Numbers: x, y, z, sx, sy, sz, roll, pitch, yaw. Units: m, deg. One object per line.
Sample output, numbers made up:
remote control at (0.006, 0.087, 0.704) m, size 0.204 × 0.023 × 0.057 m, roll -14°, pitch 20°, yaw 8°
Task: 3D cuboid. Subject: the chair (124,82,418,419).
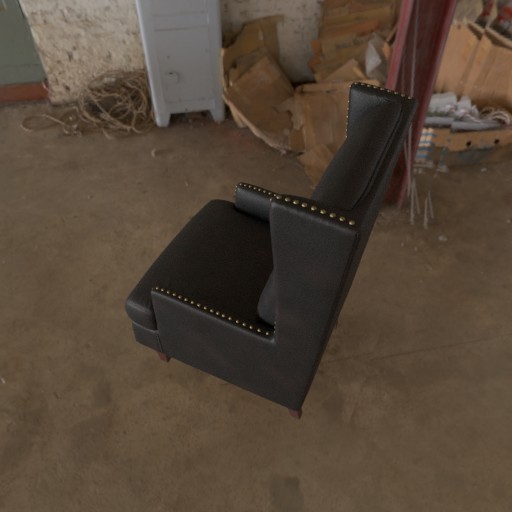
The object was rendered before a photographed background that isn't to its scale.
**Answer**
chair at (0.000, 0.000, 1.652) m, size 0.799 × 1.142 × 0.703 m, roll 18°, pitch 48°, yaw 17°
